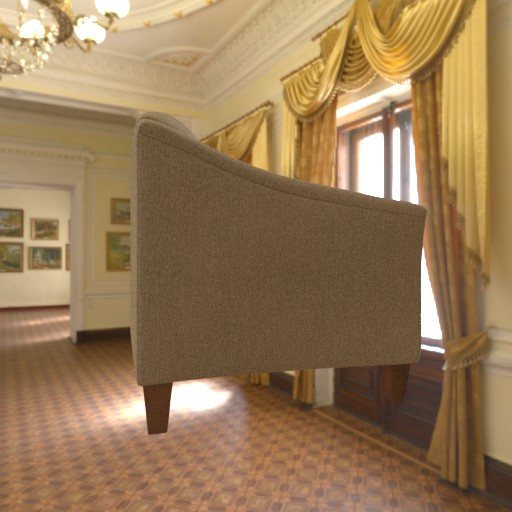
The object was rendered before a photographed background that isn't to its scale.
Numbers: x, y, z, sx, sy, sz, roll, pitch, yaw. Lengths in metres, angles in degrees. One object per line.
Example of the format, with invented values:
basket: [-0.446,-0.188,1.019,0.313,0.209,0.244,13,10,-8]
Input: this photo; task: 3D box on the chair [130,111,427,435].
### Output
chair: [0.000,0.000,1.462,0.787,0.839,0.763,0,0,-17]
